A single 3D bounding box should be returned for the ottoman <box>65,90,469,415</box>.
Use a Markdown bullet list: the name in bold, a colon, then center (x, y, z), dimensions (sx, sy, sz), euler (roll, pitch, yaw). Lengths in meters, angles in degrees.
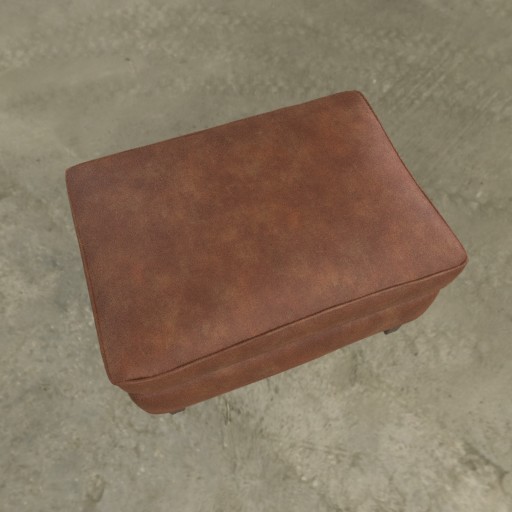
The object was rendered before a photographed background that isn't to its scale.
- **ottoman**: center (0.000, 0.000, 0.980), dimensions (0.665, 0.418, 0.501), euler (-18, 64, -9)
